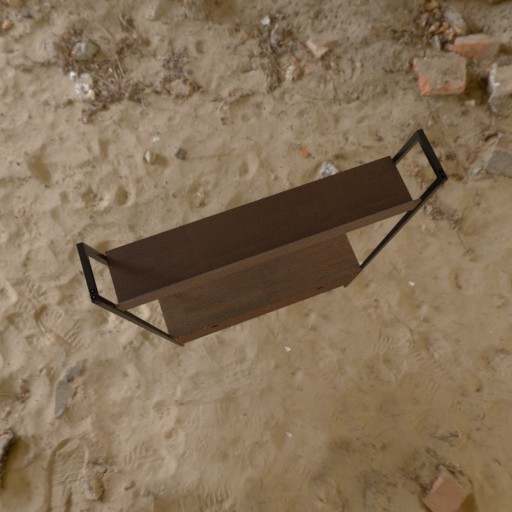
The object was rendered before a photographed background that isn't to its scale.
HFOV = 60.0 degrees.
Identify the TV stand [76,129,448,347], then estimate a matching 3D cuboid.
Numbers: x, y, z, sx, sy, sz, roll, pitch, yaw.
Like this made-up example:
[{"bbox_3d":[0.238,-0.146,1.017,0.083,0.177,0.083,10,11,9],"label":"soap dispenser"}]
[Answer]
[{"bbox_3d":[0.000,0.000,2.354,1.250,1.772,0.432,-19,75,-5],"label":"TV stand"}]
